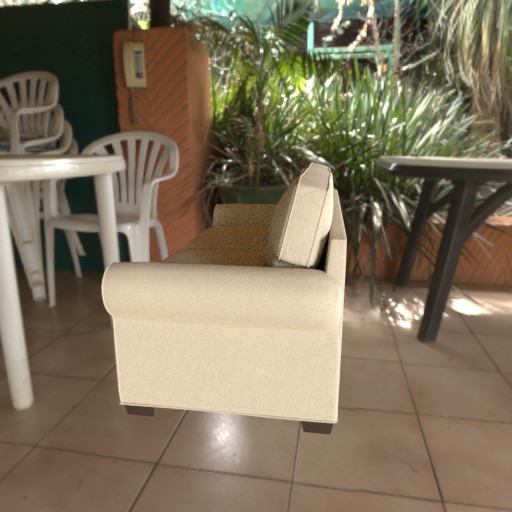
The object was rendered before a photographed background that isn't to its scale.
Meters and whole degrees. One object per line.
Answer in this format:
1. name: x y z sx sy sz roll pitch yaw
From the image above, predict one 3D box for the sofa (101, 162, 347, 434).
1. sofa: 0.000 0.000 2.350 0.861 0.933 1.774 2 14 9
